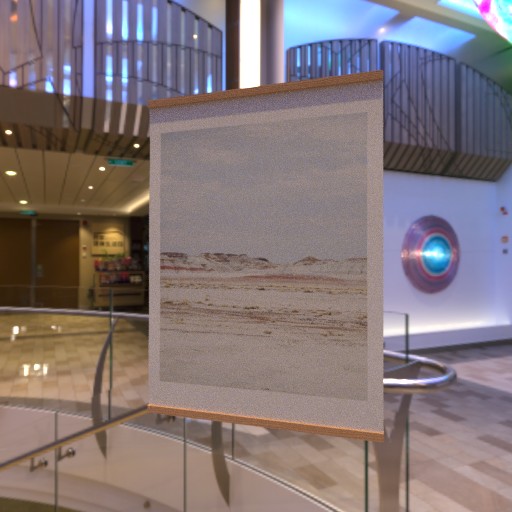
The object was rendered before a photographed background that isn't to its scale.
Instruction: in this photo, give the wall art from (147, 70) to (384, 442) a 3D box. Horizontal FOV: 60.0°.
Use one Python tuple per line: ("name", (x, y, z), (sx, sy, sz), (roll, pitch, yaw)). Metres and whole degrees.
("wall art", (0.000, 0.000, 1.336), (0.739, 1.016, 0.020), (0, 0, 19))
